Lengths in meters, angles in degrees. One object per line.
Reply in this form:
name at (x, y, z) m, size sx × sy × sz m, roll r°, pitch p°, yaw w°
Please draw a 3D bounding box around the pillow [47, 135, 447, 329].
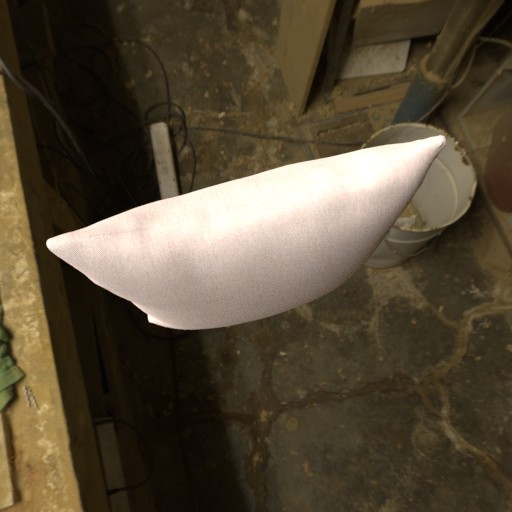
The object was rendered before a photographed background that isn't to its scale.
pillow at (0.000, 0.000, 0.665) m, size 0.433 × 0.436 × 0.173 m, roll -16°, pitch 75°, yaw -4°
